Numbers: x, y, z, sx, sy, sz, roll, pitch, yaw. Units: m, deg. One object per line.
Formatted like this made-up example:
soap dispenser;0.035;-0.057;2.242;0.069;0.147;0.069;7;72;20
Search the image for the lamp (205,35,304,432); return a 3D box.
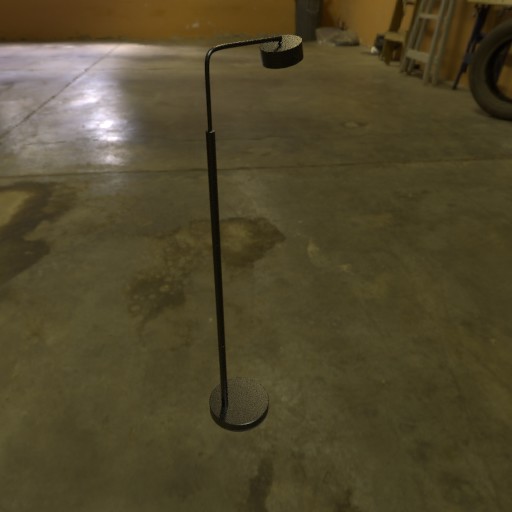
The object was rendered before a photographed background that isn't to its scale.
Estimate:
lamp;0.000;0.000;1.402;0.219;1.230;0.418;23;38;32
